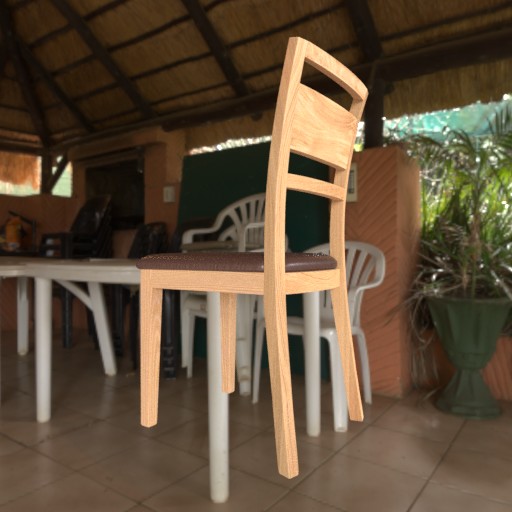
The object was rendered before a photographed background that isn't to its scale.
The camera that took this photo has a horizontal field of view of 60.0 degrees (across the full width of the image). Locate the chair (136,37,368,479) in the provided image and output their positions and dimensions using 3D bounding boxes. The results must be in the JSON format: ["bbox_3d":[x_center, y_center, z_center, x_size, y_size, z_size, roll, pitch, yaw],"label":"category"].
[{"bbox_3d":[0.000,0.000,1.238,0.545,0.940,0.420,0,1,35],"label":"chair"}]
